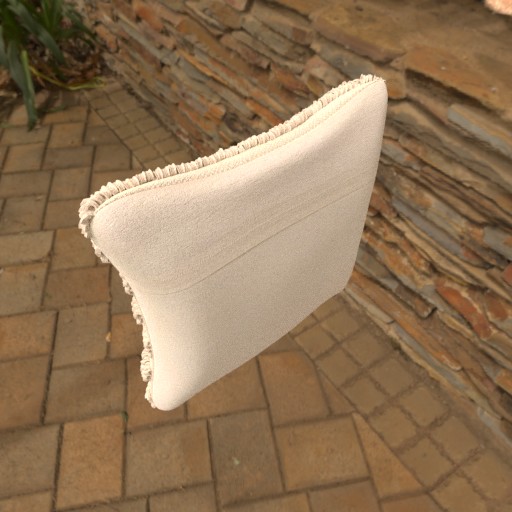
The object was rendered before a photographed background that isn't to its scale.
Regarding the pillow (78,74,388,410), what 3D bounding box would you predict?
[{"bbox_3d":[0.000,0.000,0.647,0.437,0.427,0.145,-31,54,-26],"label":"pillow"}]
